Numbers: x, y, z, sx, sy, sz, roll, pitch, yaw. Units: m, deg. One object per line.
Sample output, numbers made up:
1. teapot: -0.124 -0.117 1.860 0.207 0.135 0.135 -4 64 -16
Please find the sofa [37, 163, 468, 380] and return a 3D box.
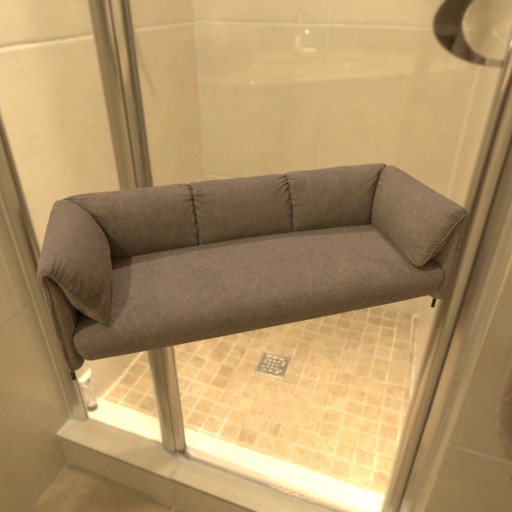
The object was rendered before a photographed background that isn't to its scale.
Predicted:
1. sofa: 0.000 0.000 2.674 2.238 0.758 0.899 -9 32 -14
